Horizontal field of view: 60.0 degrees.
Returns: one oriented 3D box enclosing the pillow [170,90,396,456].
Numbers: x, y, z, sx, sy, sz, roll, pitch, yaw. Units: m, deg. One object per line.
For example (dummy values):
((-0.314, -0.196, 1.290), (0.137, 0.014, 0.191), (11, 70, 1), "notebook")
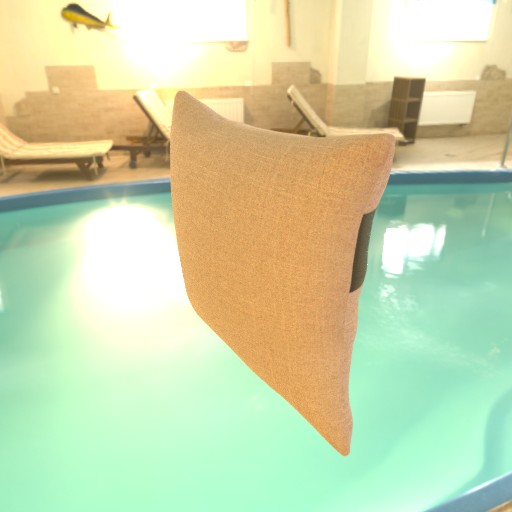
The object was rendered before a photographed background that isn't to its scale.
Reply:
((0.000, 0.000, 0.615), (0.173, 0.399, 0.414), (-17, 31, -30), "pillow")
